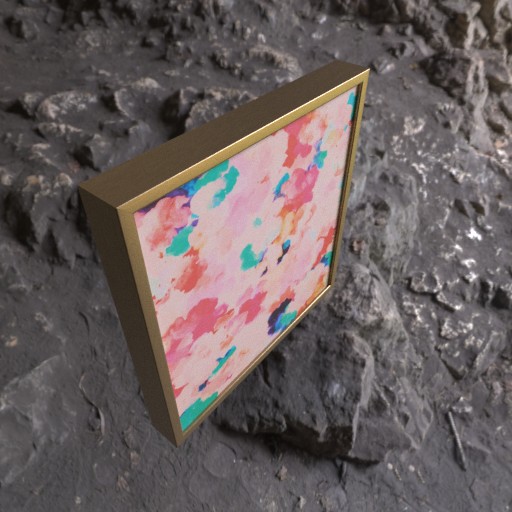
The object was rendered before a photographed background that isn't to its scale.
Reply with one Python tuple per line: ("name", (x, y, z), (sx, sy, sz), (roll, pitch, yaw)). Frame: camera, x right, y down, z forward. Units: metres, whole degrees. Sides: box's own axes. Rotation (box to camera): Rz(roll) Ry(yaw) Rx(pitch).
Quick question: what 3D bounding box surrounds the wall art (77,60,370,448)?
("wall art", (0.000, 0.000, 0.456), (0.038, 0.305, 0.304), (29, 49, 28))
